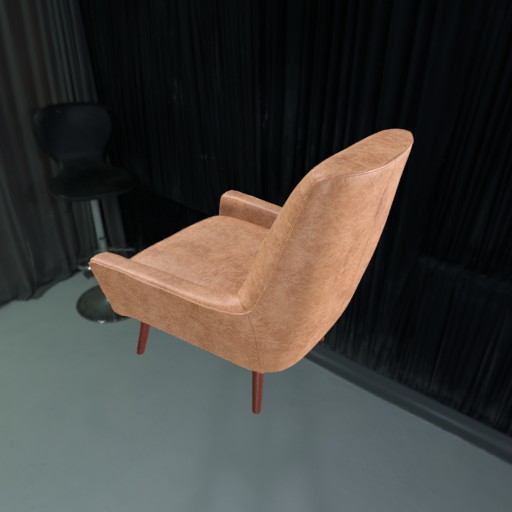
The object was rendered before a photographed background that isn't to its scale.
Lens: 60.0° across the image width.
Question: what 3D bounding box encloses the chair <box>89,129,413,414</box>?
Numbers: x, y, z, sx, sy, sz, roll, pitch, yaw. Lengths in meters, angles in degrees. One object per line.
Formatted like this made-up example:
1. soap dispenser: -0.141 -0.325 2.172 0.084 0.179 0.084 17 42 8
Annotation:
1. chair: 0.000 0.000 1.507 0.851 0.883 0.753 20 36 30
